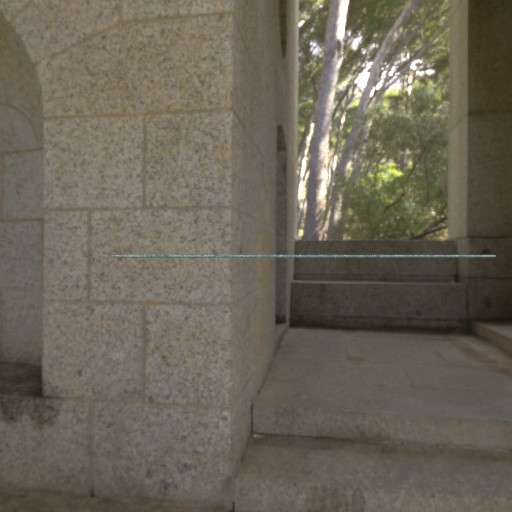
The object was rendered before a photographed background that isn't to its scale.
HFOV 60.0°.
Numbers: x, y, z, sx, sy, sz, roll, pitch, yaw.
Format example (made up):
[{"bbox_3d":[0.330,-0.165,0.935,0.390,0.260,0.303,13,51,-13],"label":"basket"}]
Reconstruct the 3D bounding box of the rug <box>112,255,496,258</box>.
[{"bbox_3d":[0.000,0.000,4.087,2.441,0.016,3.050,0,0,-20],"label":"rug"}]
